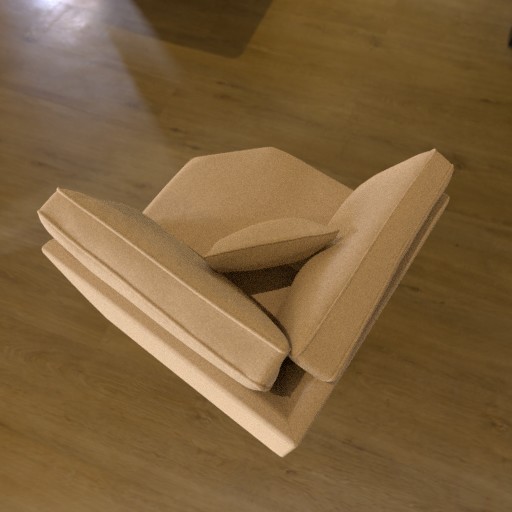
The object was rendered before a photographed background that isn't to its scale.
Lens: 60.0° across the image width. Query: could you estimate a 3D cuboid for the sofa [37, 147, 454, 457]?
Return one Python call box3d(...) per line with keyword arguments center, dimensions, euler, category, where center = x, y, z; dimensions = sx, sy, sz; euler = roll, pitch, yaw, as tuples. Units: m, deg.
box3d(center=(0.000, 0.000, 1.786), dimensions=(1.042, 0.937, 1.050), euler=(33, 68, 15), category="sofa")
